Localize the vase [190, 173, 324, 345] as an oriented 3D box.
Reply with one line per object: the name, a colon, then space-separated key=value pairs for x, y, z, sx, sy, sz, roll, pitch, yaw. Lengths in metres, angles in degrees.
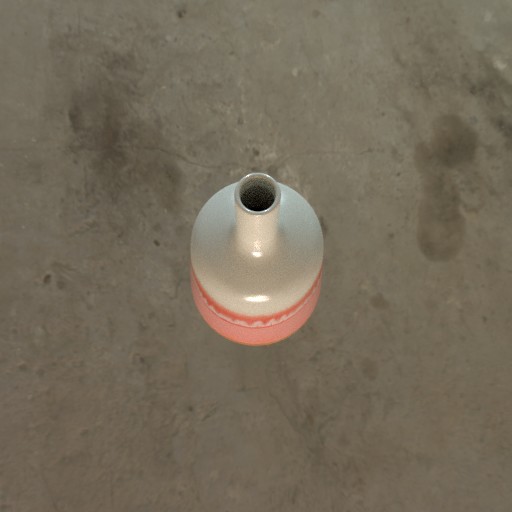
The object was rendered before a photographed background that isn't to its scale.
vase: x=0.000 y=0.000 z=0.390 sx=0.144 sy=0.296 sz=0.144 roll=0 pitch=76 yaw=0
